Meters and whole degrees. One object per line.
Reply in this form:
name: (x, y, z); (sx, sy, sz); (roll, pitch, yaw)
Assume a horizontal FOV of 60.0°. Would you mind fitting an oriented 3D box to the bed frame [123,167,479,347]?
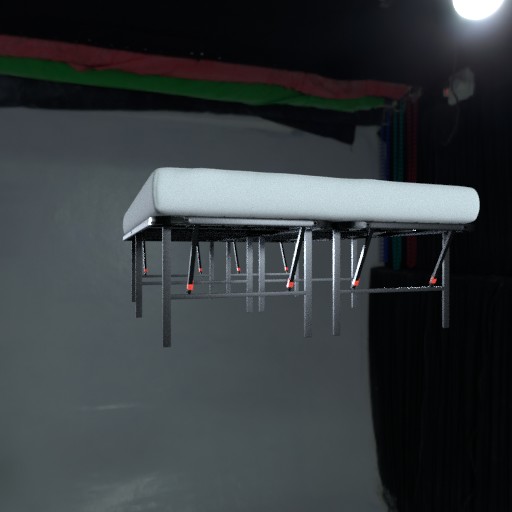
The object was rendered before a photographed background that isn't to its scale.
bed frame: (0.000, 0.000, 2.522); (1.372, 0.637, 1.905); (0, 0, -19)
